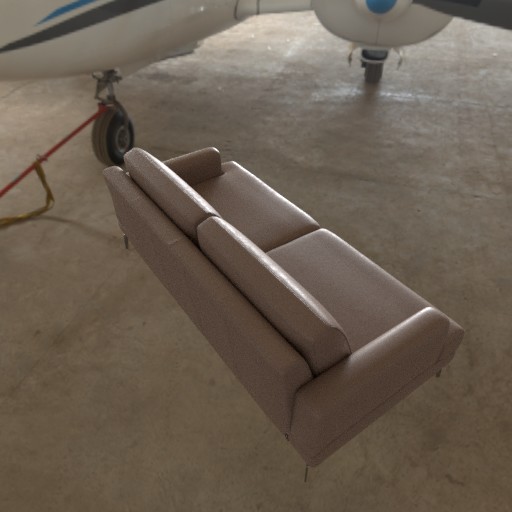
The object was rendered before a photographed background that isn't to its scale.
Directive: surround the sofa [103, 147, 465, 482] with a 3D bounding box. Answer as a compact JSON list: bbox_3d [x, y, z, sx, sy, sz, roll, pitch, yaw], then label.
[{"bbox_3d":[0.000,0.000,2.362,0.974,0.765,1.940,-25,46,-26],"label":"sofa"}]
